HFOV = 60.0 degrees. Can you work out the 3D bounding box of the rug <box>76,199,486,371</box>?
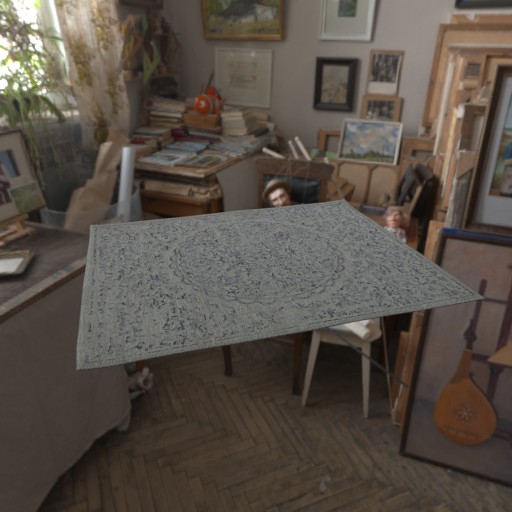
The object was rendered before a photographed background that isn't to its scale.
[{"bbox_3d":[0.000,0.000,3.974,2.925,0.026,2.343,-7,27,-15],"label":"rug"}]
